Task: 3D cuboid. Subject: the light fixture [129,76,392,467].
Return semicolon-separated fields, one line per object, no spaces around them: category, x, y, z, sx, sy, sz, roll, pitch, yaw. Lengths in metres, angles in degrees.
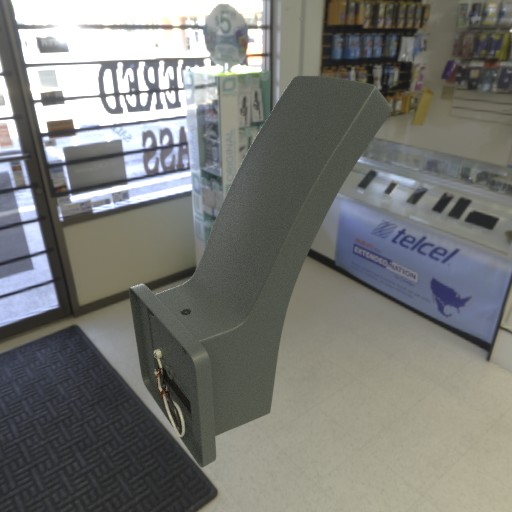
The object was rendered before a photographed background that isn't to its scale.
light fixture;0.000;0.000;0.333;0.174;0.243;0.108;-18;32;-31
